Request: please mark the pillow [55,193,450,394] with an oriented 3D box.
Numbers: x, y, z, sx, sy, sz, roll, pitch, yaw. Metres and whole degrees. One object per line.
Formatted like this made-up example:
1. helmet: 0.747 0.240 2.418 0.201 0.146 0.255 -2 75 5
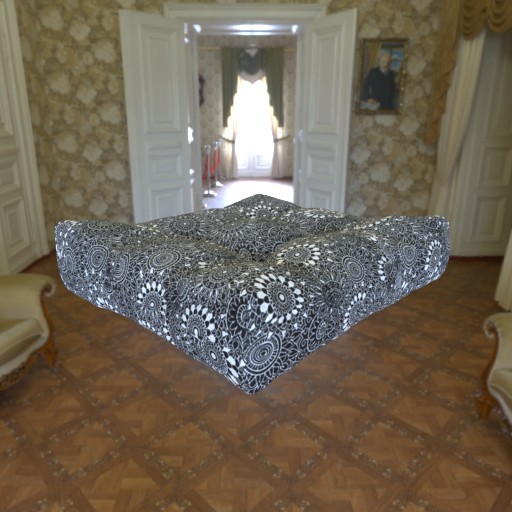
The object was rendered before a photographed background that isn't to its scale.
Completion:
1. pillow: 0.000 0.000 0.731 0.468 0.128 0.490 15 22 41
